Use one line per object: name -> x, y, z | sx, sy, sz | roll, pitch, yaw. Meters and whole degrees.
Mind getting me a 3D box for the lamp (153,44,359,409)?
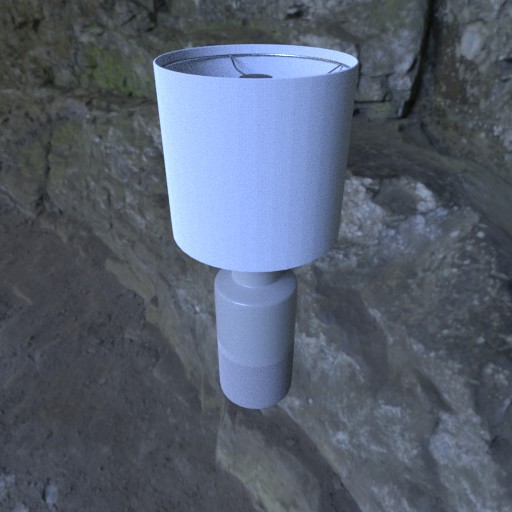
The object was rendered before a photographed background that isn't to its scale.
lamp -> 0.000, 0.000, 0.598 | 0.212, 0.493, 0.212 | -10, 34, -15
